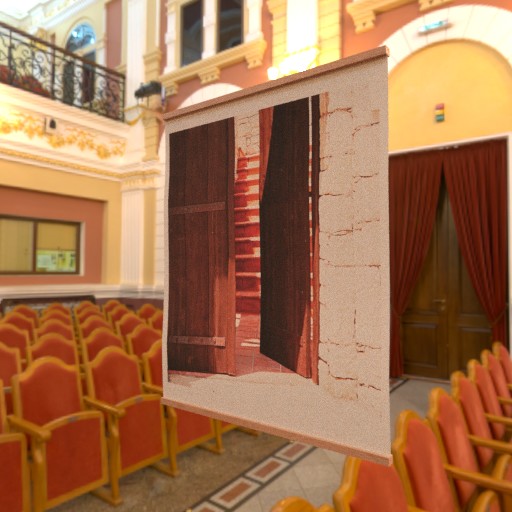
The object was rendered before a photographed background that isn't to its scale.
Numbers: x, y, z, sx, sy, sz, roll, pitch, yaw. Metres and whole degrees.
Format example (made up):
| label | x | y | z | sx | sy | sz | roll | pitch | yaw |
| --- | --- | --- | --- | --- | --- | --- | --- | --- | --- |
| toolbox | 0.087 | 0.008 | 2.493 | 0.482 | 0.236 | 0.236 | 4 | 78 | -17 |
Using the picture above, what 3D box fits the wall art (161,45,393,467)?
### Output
| label | x | y | z | sx | sy | sz | roll | pitch | yaw |
| --- | --- | --- | --- | --- | --- | --- | --- | --- | --- |
| wall art | 0.000 | 0.000 | 0.661 | 0.406 | 0.508 | 0.013 | -1 | -2 | 37 |
